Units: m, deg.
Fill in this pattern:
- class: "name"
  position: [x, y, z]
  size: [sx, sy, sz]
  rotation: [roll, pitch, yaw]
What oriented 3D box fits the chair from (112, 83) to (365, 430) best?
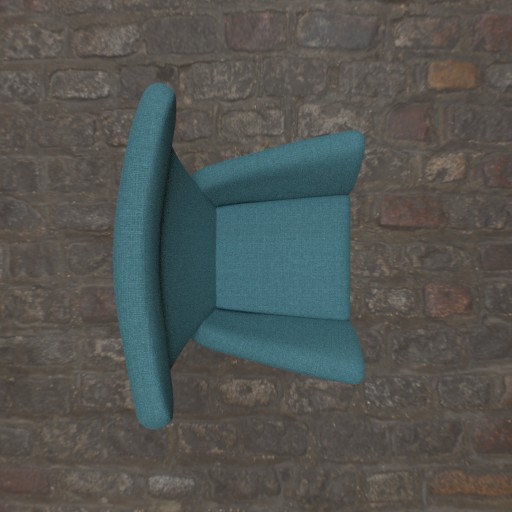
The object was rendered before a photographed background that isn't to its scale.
- class: "chair"
  position: [0.000, 0.000, 1.767]
  size: [0.900, 0.980, 1.050]
  rotation: [0, 90, 1]
